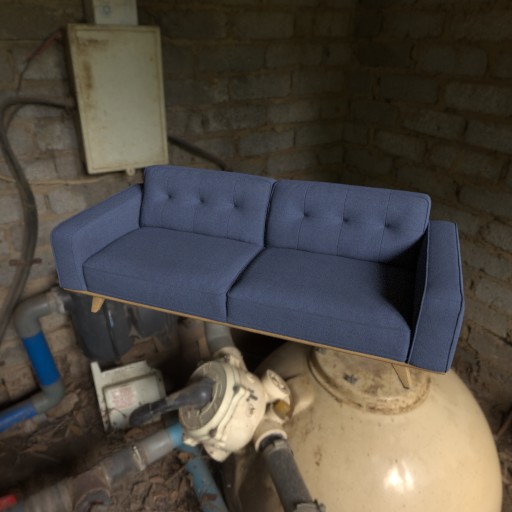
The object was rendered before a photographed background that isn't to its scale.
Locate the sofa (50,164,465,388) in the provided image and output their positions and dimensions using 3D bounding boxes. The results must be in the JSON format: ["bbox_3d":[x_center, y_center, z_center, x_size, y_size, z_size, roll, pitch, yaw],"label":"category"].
[{"bbox_3d":[0.000,0.000,2.700,2.270,0.782,0.953,10,29,18],"label":"sofa"}]
